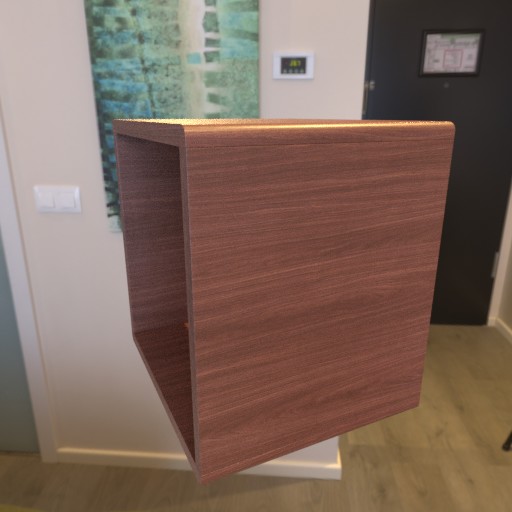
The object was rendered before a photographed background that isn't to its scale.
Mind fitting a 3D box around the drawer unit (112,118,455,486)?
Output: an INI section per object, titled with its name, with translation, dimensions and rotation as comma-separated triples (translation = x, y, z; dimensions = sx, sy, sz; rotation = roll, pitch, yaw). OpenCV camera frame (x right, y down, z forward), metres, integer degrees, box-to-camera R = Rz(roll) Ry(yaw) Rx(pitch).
[drawer unit]
translation = 0.000, 0.000, 0.600
dimensions = 0.290, 0.351, 0.349
rotation = -8, 20, -25
